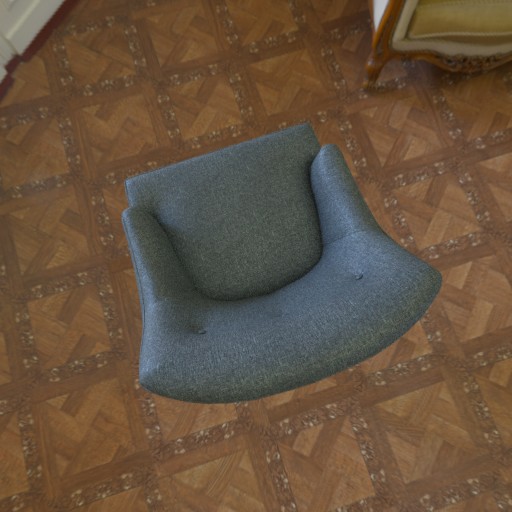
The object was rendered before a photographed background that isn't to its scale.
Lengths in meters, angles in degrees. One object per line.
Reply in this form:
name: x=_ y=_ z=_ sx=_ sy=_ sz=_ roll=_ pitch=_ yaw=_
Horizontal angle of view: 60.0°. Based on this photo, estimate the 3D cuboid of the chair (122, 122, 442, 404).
chair: x=0.000 y=0.000 z=1.606 sx=0.864 sy=0.856 sz=0.923 roll=-19 pitch=76 yaw=-5
